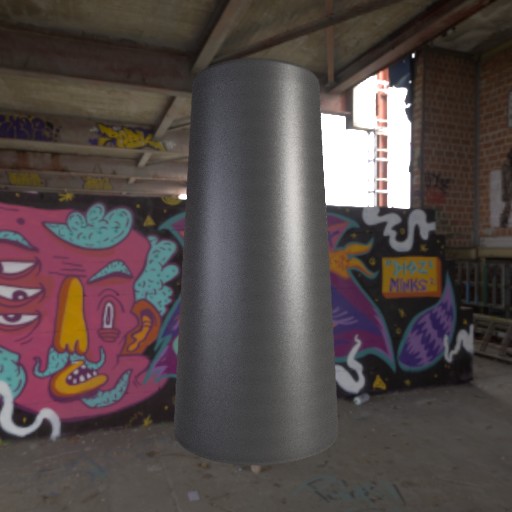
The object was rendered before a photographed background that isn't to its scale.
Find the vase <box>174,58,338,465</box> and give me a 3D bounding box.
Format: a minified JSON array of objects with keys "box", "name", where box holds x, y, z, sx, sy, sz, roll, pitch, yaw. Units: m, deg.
[{"box":[0.000,0.000,0.374,0.136,0.289,0.136,0,0,0],"name":"vase"}]
